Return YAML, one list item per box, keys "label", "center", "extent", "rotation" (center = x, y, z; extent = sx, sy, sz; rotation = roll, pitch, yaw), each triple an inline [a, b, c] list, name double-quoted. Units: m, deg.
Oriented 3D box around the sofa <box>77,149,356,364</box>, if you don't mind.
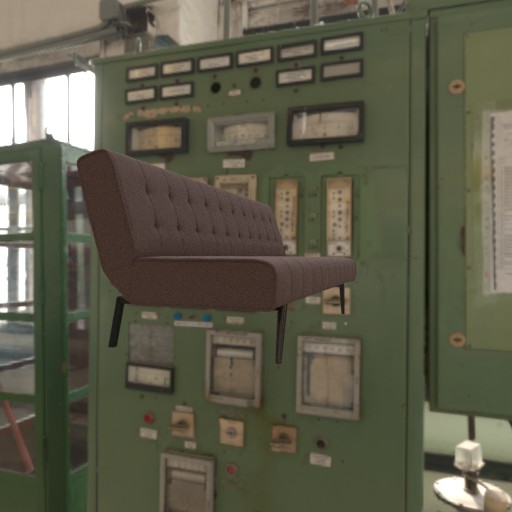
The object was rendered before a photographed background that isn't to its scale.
- label: "sofa"
  center: [0.000, 0.000, 2.158]
  extent: [0.747, 0.699, 1.703]
  rotation: [0, 0, 20]
